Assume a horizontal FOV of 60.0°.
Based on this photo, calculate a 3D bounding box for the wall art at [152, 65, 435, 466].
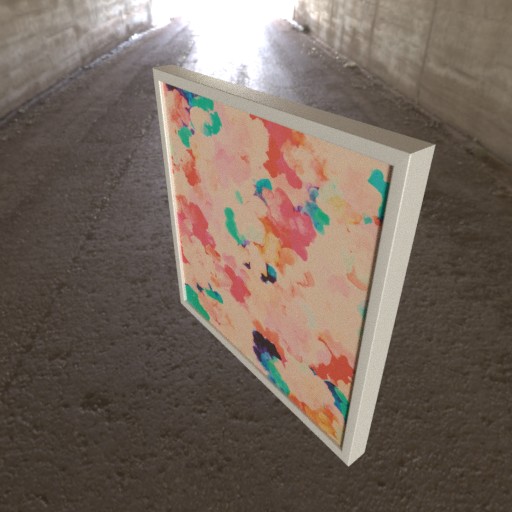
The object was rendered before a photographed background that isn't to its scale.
[{"bbox_3d":[0.000,0.000,0.721,0.038,0.505,0.506,-24,40,-31],"label":"wall art"}]
